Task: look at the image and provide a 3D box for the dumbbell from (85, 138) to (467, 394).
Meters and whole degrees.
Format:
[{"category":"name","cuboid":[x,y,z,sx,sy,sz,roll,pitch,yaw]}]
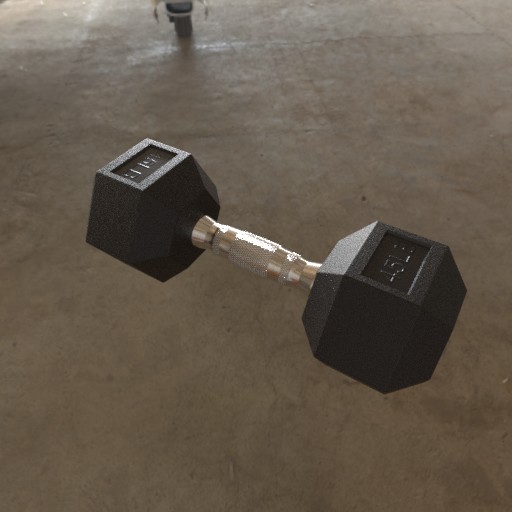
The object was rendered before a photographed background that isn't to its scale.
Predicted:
[{"category":"dumbbell","cuboid":[0.000,0.000,0.421,0.356,0.123,0.141,23,50,22]}]
